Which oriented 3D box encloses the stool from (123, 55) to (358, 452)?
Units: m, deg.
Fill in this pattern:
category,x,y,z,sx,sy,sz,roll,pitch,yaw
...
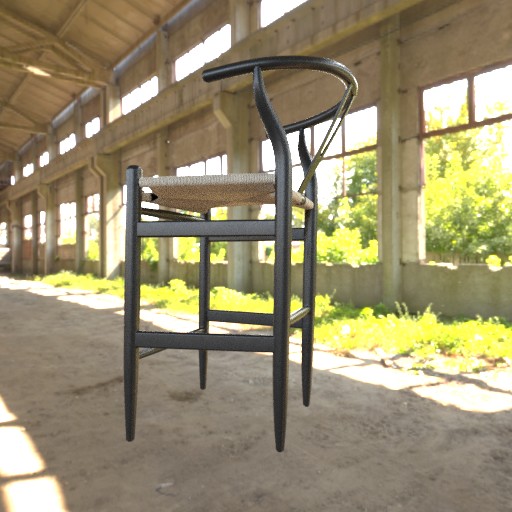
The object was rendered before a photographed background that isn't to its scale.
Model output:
category,x,y,z,sx,sy,sz,roll,pitch,yaw
stool,0.000,0.000,1.300,0.579,0.970,0.569,0,0,17
